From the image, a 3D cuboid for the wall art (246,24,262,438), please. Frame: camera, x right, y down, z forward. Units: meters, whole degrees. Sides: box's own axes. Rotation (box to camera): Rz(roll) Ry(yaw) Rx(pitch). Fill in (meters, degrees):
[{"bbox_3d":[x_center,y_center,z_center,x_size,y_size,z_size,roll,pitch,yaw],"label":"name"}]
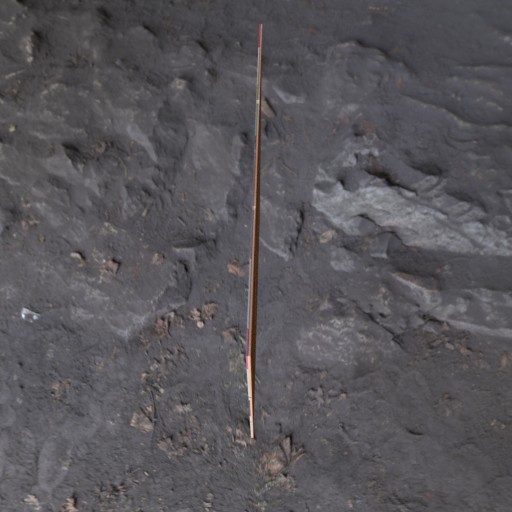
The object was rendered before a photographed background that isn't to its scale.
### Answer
[{"bbox_3d":[0.000,0.000,2.259,0.013,1.519,1.521,1,60,1],"label":"wall art"}]
